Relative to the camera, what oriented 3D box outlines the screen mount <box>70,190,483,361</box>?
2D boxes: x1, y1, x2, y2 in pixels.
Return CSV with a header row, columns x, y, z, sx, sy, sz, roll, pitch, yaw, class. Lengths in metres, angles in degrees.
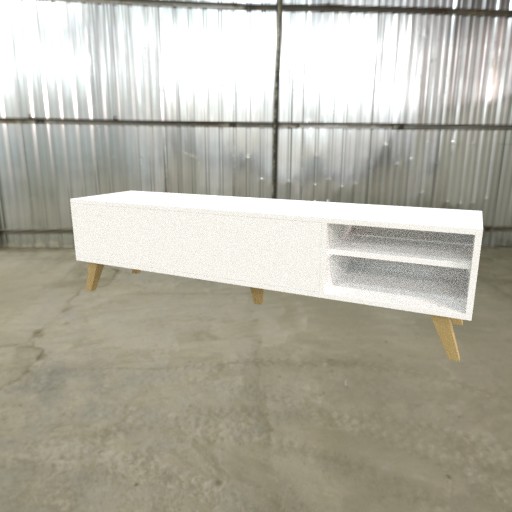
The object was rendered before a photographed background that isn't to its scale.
x,y,z,sx,sy,sz,roll,pitch,yaw,class
0.000,0.000,1.848,1.644,0.432,0.399,7,16,25,screen mount
